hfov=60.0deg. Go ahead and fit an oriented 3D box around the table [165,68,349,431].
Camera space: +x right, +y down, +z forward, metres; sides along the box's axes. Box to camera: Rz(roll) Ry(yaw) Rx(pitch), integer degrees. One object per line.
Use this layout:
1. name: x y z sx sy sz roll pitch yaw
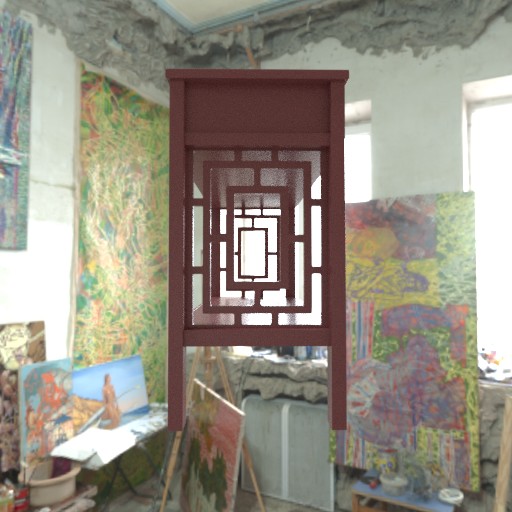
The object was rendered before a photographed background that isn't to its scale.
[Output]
1. table: 0.000 0.000 1.451 0.397 0.753 1.068 0 -2 -1
